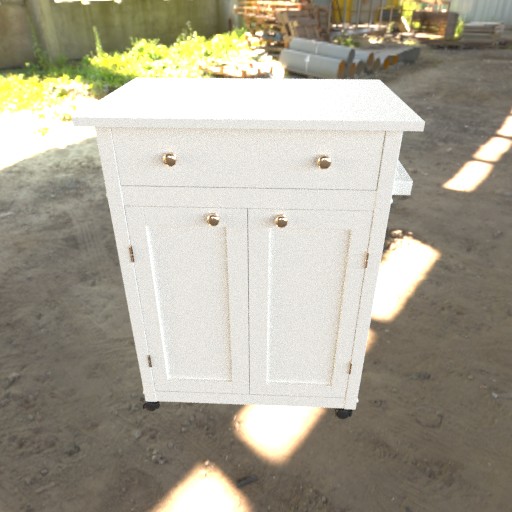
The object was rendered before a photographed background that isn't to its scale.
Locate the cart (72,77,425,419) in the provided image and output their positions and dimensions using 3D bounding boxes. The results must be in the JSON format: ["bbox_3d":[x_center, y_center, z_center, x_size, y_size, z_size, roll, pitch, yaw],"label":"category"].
[{"bbox_3d":[0.000,0.000,1.243,0.683,0.864,0.442,1,31,2],"label":"cart"}]
